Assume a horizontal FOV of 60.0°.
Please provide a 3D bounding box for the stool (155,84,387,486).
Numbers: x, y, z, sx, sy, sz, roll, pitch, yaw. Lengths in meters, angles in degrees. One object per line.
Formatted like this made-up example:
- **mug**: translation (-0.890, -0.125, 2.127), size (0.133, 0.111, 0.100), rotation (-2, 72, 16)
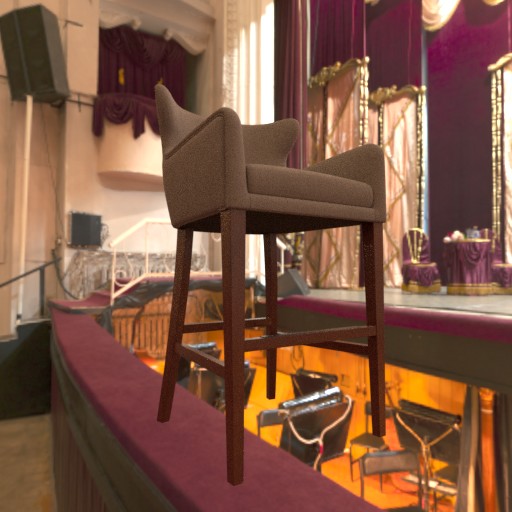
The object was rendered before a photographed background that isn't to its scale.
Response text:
- **stool**: translation (0.000, 0.000, 1.381), size (0.575, 1.047, 0.575), rotation (1, -2, -35)
